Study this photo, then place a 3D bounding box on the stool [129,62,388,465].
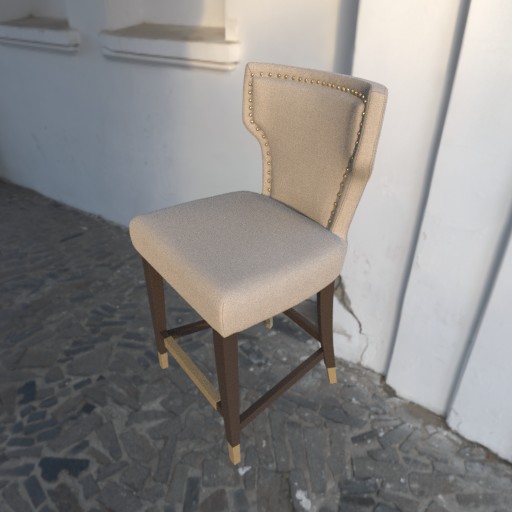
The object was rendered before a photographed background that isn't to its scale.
[{"bbox_3d":[0.000,0.000,1.306,0.563,0.982,0.527,-21,37,-30],"label":"stool"}]
